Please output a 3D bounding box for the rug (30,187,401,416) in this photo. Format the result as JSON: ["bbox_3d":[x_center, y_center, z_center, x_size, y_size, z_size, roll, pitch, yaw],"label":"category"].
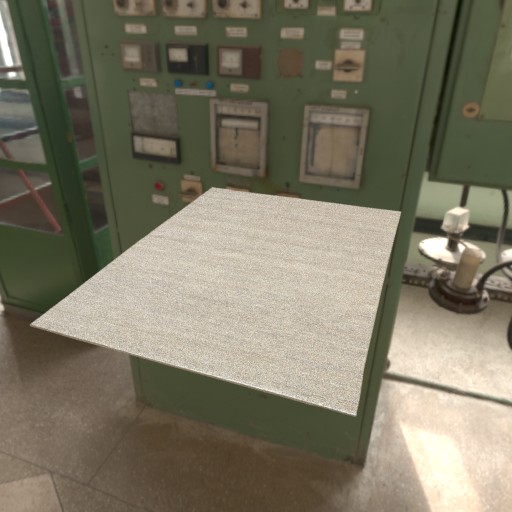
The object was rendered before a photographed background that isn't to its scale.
[{"bbox_3d":[0.000,0.000,4.806,2.757,0.051,3.626,10,30,18],"label":"rug"}]
